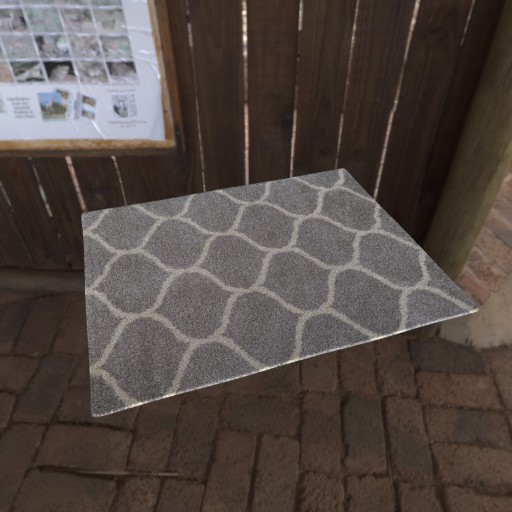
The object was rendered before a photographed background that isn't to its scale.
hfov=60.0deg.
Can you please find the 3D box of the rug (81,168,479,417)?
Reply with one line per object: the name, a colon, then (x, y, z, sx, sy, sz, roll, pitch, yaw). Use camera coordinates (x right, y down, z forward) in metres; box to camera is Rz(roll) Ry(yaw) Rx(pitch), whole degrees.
rug: (0.000, 0.000, 4.058, 3.000, 0.026, 2.399, -12, 42, -14)
